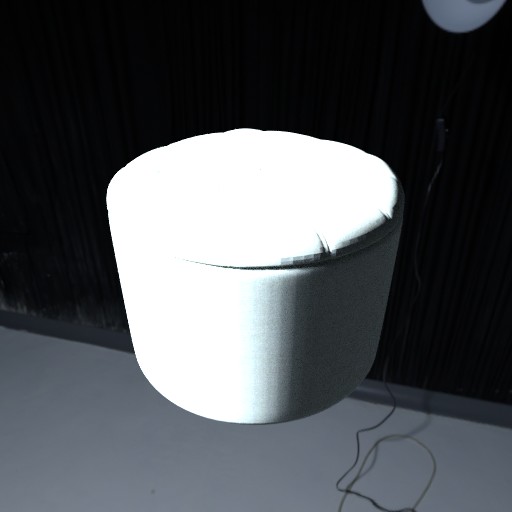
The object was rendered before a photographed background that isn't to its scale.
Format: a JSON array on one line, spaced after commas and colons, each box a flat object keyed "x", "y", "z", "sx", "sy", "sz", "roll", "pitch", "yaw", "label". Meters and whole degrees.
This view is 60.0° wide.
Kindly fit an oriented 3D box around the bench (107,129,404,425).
[{"x": 0.000, "y": 0.000, "z": 1.012, "sx": 0.600, "sy": 0.453, "sz": 0.600, "roll": 0, "pitch": 32, "yaw": 0, "label": "bench"}]
